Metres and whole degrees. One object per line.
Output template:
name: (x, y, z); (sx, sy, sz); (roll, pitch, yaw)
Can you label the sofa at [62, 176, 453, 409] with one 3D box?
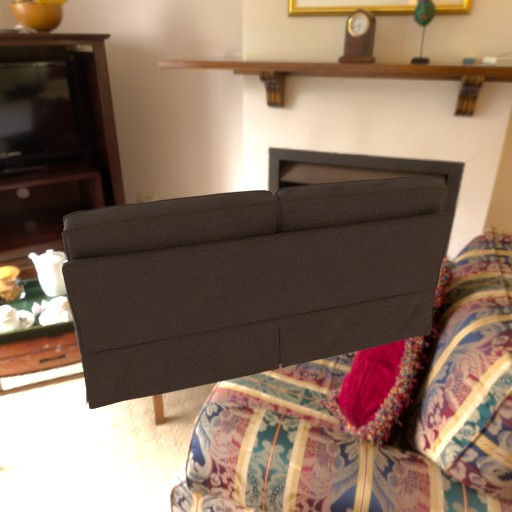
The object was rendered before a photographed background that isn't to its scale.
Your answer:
sofa: (0.000, 0.000, 2.888); (2.256, 1.094, 0.983); (-8, 27, -17)
